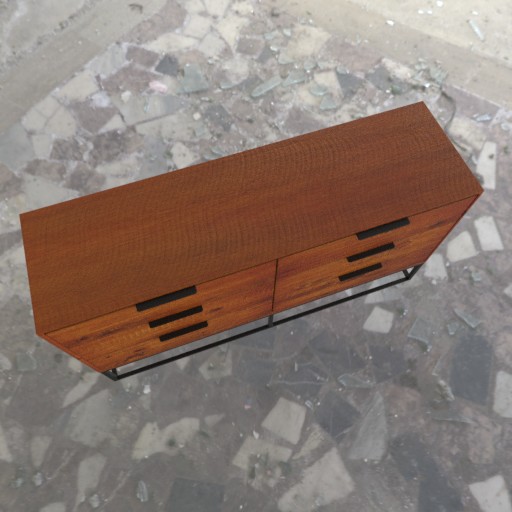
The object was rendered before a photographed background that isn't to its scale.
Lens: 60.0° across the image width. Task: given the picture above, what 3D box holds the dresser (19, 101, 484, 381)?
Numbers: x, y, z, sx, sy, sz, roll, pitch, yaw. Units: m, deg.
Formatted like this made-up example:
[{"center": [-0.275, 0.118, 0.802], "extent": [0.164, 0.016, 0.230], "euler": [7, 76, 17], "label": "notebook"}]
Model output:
[{"center": [0.000, 0.000, 1.878], "extent": [1.536, 0.810, 0.464], "euler": [-18, 66, -8], "label": "dresser"}]
